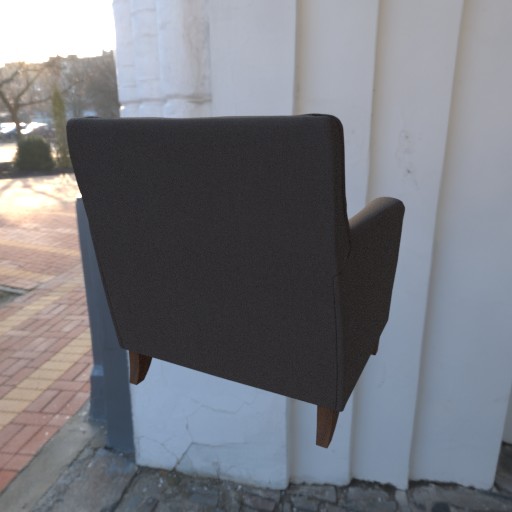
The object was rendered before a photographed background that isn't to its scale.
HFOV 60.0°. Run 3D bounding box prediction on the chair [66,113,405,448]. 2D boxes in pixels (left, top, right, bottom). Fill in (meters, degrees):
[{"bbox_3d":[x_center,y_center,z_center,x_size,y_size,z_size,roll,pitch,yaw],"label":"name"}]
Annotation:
[{"bbox_3d":[0.000,0.000,1.527,0.836,0.911,0.831,8,18,26],"label":"chair"}]
